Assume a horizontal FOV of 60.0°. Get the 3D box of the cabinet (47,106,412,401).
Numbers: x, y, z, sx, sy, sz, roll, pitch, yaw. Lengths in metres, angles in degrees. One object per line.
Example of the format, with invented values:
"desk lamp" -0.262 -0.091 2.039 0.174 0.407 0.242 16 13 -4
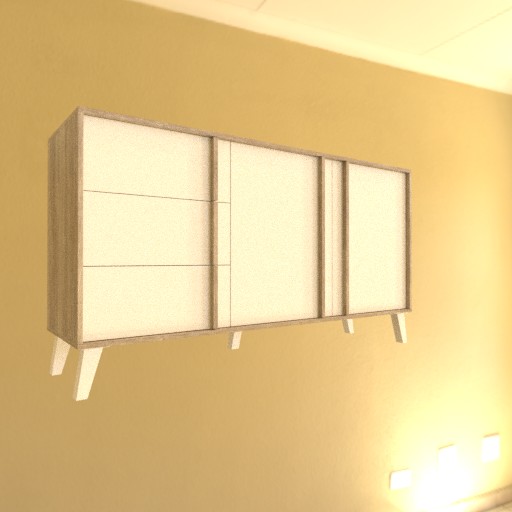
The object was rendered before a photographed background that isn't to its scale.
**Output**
"cabinet" 0.000 0.000 1.943 1.600 0.870 0.450 0 -1 -36
